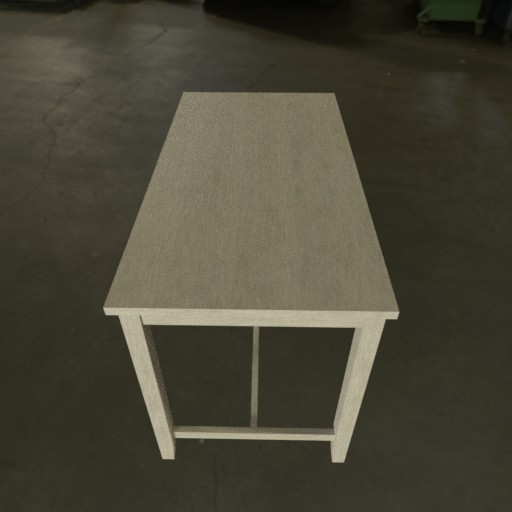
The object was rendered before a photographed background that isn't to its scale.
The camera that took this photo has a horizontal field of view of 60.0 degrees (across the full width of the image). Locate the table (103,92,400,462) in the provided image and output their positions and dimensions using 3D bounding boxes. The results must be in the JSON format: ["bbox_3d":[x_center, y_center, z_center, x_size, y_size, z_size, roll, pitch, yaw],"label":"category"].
[{"bbox_3d":[0.000,0.000,1.903,0.729,0.874,1.397,1,41,1],"label":"table"}]
